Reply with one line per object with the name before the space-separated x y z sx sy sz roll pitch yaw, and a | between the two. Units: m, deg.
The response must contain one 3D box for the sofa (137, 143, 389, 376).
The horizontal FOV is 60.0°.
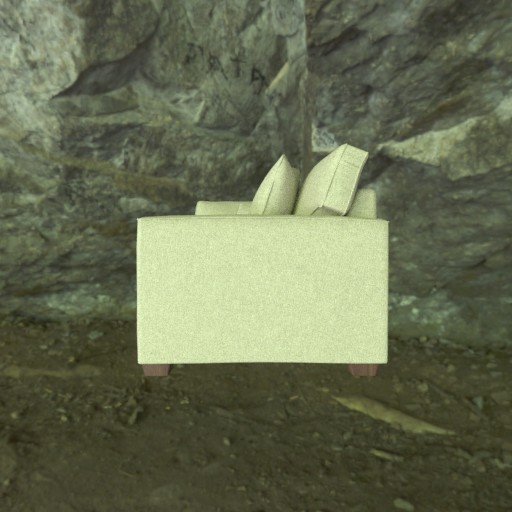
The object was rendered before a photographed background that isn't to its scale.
sofa | 0.000 0.000 2.899 1.053 0.948 2.323 0 0 0
